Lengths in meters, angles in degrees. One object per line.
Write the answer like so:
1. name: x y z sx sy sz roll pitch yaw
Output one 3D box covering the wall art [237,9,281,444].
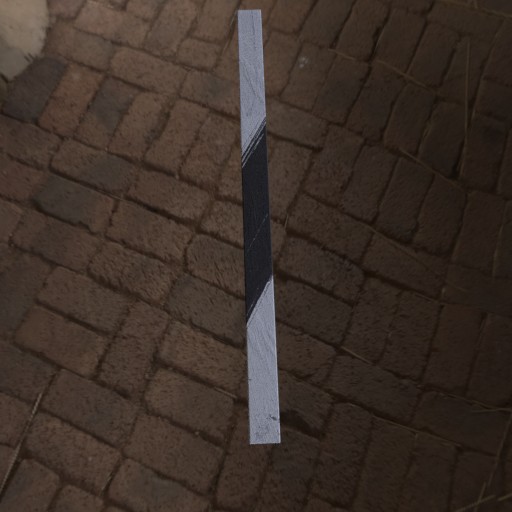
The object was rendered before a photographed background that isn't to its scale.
1. wall art: 0.000 0.000 1.112 0.046 0.765 0.765 -2 75 0
